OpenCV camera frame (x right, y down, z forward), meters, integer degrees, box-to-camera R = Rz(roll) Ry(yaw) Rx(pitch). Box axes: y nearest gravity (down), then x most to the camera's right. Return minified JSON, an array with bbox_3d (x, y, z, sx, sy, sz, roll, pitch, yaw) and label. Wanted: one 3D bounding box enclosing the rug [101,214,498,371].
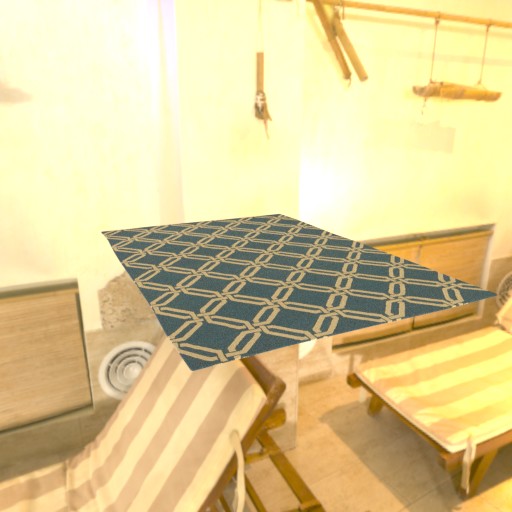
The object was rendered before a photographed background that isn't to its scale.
[{"bbox_3d":[0.000,0.000,2.681,1.524,0.013,2.135,-8,19,-25],"label":"rug"}]
